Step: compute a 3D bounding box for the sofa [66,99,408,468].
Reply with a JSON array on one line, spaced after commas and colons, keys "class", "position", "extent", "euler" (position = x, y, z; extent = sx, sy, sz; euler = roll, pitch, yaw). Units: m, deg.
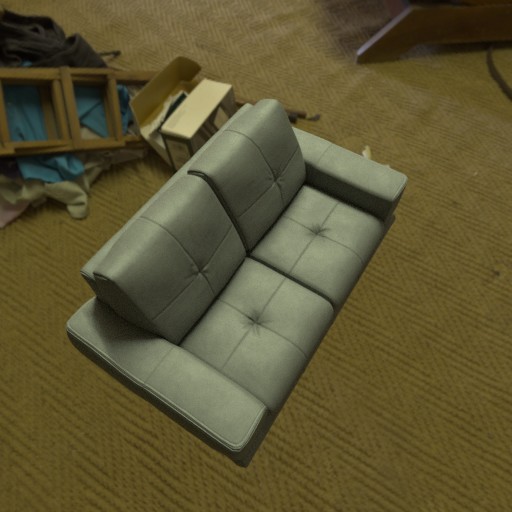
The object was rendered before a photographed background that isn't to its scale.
[{"class": "sofa", "position": [0.000, 0.000, 2.375], "extent": [1.018, 0.907, 1.806], "euler": [29, 62, 17]}]
